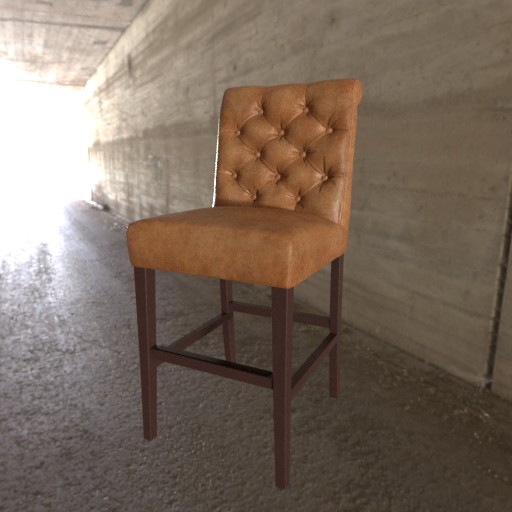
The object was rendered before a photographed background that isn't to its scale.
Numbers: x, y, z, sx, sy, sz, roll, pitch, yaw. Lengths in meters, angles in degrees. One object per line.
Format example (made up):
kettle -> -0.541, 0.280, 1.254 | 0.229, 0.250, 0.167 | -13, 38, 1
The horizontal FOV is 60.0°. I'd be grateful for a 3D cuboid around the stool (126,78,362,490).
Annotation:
stool -> 0.000, 0.000, 1.340 | 0.493, 1.047, 0.601 | 7, 15, 26
